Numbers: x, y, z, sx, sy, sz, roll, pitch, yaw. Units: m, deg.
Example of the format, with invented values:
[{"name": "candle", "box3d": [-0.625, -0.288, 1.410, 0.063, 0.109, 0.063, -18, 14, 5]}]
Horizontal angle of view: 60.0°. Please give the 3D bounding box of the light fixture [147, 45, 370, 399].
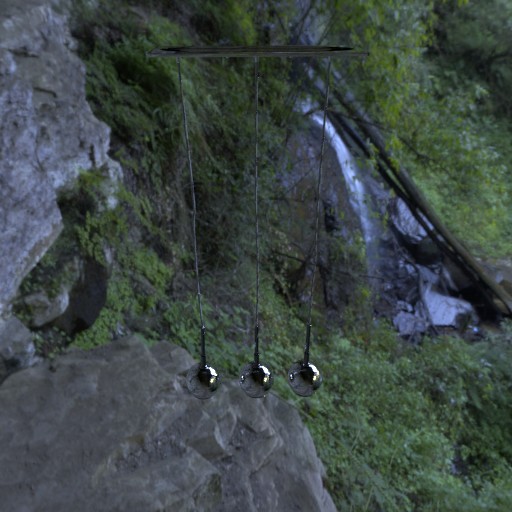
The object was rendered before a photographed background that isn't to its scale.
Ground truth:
[{"name": "light fixture", "box3d": [0.000, 0.000, 1.655, 0.623, 1.408, 0.188, -1, 31, -2]}]
